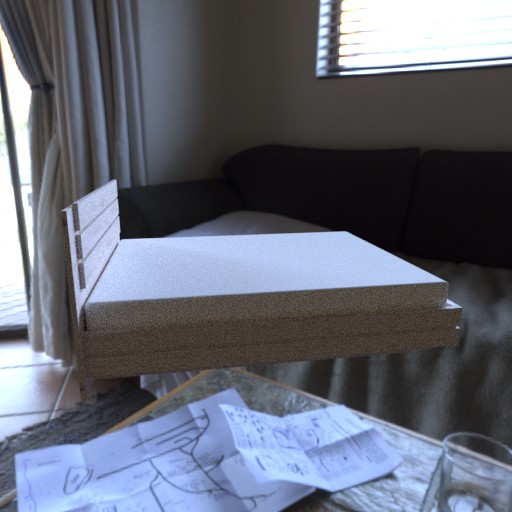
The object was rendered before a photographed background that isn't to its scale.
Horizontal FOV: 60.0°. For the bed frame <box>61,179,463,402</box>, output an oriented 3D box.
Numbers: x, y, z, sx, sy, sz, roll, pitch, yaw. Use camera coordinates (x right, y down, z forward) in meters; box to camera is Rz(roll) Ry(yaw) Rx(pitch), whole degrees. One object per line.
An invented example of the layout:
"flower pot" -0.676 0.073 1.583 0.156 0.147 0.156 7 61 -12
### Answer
"bed frame" 0.000 0.000 3.095 2.080 0.970 1.750 -3 14 -10
